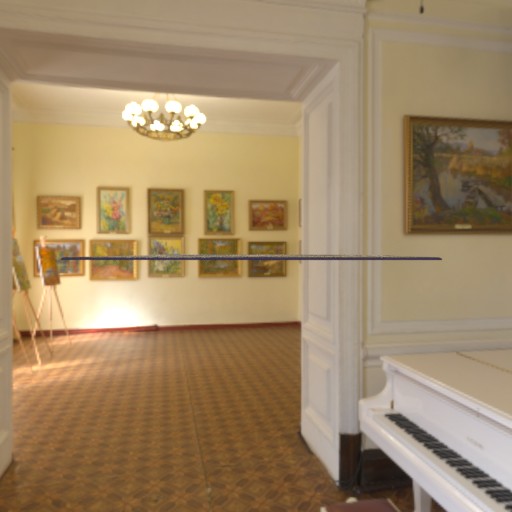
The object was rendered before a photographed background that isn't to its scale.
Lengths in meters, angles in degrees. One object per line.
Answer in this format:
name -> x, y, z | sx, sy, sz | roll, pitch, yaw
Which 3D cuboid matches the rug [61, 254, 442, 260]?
rug -> 0.000, 0.000, 2.252 | 1.184, 0.012, 1.781 | 0, 0, 1
